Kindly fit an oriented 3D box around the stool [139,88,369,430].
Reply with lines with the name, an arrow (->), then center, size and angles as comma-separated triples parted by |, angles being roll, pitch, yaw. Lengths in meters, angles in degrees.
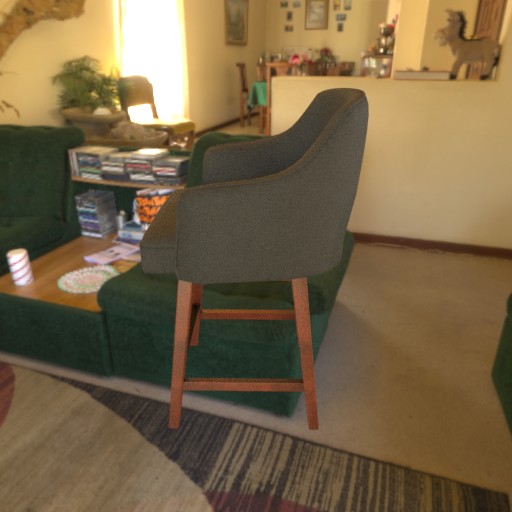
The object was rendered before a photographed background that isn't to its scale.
stool -> 0.000, 0.000, 1.296 | 0.558, 0.912, 0.548 | 0, 24, 1
